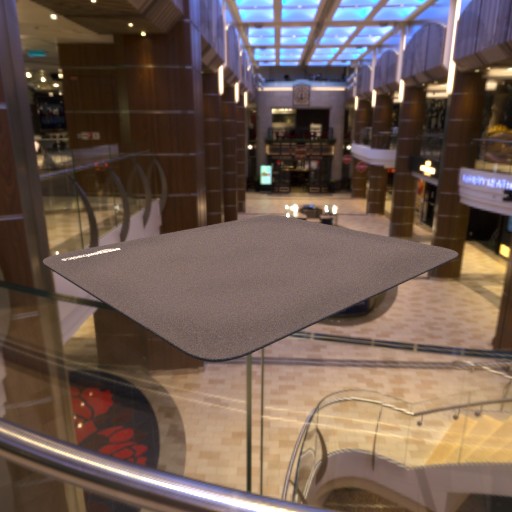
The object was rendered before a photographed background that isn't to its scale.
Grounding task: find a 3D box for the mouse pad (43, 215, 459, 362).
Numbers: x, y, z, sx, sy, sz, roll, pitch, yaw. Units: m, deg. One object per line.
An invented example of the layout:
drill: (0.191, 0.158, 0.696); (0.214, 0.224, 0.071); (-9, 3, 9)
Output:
mouse pad: (0.000, 0.000, 0.424); (0.315, 0.002, 0.269); (-15, 22, -41)
